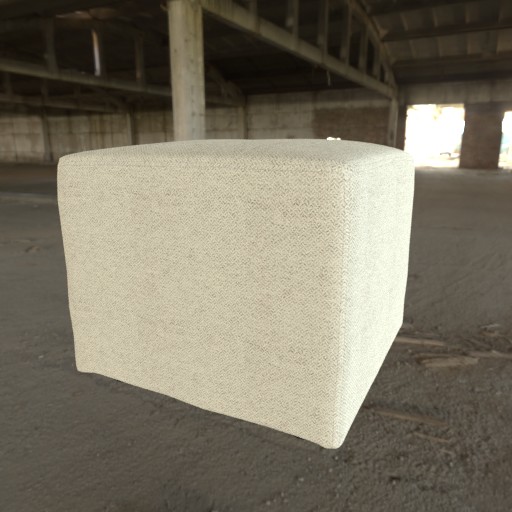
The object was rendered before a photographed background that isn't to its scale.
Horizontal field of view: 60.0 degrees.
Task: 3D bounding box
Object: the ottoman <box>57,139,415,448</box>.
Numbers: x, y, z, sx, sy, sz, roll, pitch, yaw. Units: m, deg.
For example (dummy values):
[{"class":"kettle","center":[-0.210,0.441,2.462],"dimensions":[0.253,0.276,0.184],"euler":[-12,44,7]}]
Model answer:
[{"class":"ottoman","center":[0.000,0.000,0.888],"dimensions":[0.521,0.453,0.512],"euler":[7,16,26]}]
